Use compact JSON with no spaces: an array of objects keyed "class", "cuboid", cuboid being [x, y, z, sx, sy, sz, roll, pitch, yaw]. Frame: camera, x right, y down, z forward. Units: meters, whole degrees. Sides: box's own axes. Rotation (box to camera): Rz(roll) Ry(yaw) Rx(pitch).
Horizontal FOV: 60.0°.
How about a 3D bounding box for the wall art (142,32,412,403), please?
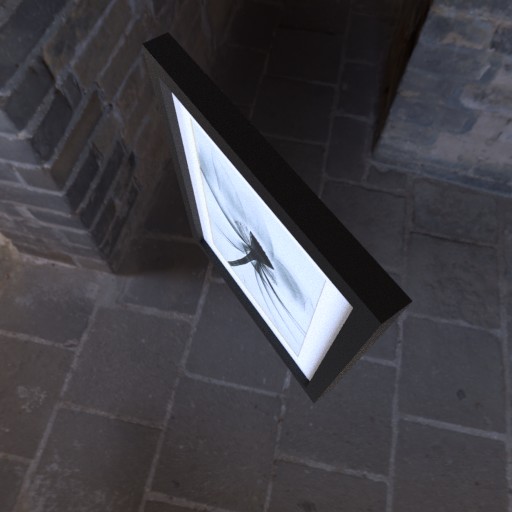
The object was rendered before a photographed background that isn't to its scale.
[{"class":"wall art","cuboid":[0.000,0.000,0.528,0.029,0.381,0.330,-32,68,-15]}]
